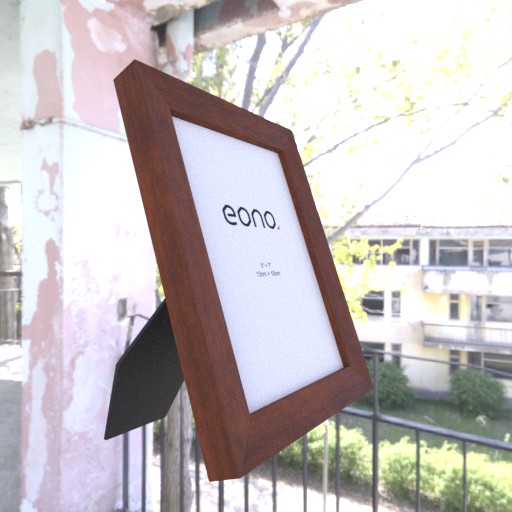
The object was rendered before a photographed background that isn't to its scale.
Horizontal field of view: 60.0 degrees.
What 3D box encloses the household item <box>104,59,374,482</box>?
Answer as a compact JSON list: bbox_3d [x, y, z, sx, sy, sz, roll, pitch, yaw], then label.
[{"bbox_3d":[0.000,0.000,0.283,0.096,0.204,0.160,0,0,35],"label":"household item"}]
